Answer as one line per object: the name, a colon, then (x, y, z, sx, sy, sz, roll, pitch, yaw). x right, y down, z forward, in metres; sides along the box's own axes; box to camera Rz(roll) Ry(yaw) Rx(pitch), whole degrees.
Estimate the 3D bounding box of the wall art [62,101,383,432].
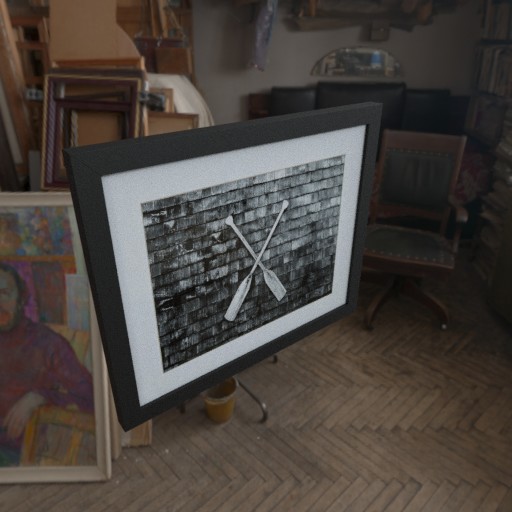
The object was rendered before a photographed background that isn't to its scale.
wall art: (0.000, 0.000, 0.772, 0.558, 0.457, 0.029, -20, 34, -32)
